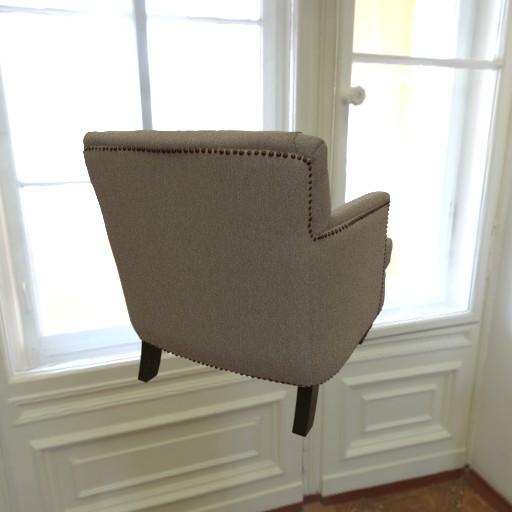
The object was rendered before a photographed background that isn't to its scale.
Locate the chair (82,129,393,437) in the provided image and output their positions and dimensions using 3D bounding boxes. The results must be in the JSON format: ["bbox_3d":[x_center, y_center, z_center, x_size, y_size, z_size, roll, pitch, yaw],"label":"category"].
[{"bbox_3d":[0.000,0.000,1.497,0.737,0.823,0.902,9,18,27],"label":"chair"}]
